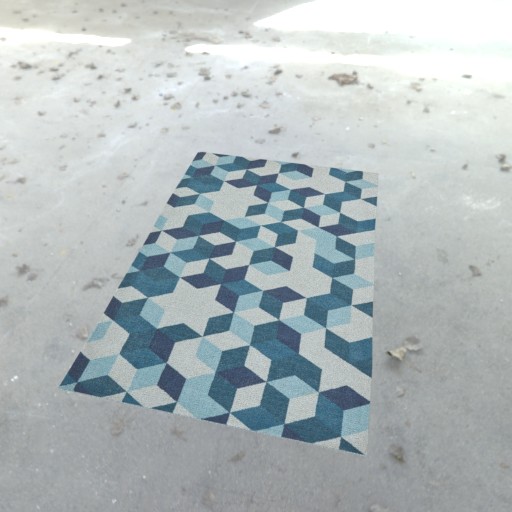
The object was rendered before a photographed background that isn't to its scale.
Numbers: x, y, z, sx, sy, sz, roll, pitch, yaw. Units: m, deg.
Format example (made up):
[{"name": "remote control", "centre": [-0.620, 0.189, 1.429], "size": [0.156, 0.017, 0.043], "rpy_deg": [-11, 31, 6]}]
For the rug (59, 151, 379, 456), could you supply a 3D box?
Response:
[{"name": "rug", "centre": [0.000, 0.000, 2.318], "size": [1.235, 0.014, 1.829], "rpy_deg": [9, 45, 9]}]
